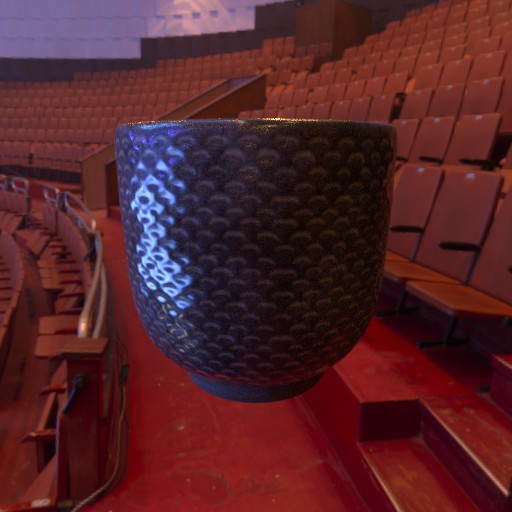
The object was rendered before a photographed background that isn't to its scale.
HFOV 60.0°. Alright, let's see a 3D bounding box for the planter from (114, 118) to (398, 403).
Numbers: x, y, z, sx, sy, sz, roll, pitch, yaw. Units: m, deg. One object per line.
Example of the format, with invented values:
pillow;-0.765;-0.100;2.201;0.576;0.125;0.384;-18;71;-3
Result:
planter;0.000;0.000;0.342;0.197;0.191;0.197;0;13;0
